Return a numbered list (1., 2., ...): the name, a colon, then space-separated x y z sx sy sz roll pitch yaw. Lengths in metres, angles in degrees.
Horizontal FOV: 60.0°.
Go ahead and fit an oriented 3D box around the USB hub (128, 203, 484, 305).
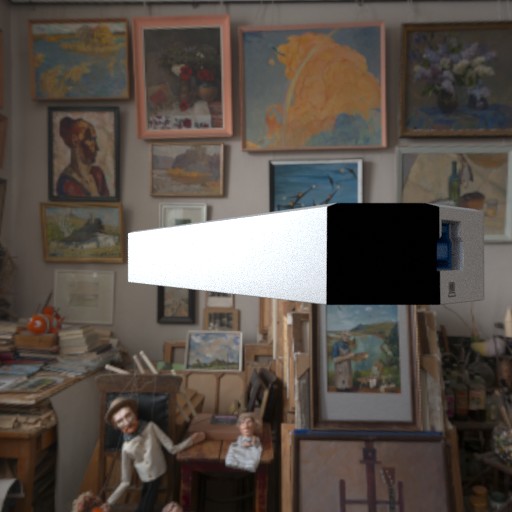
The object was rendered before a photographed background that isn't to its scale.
1. USB hub: 0.000 0.000 0.159 0.044 0.023 0.145 0 -1 -36
